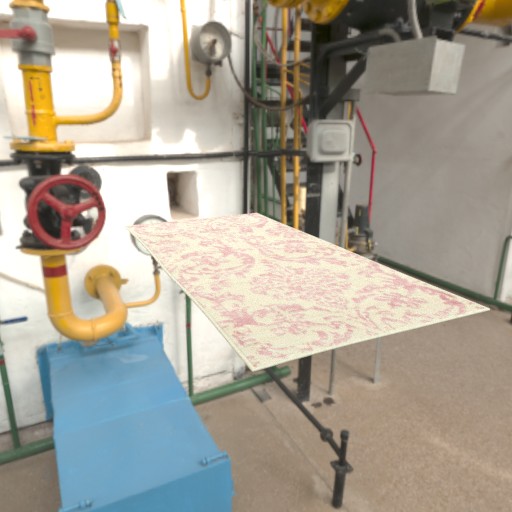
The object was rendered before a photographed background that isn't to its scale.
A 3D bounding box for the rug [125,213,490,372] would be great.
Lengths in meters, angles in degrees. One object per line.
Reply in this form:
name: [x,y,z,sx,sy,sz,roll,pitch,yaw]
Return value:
rug: [0.000,0.000,1.415,0.604,0.007,1.219,-8,19,-25]
